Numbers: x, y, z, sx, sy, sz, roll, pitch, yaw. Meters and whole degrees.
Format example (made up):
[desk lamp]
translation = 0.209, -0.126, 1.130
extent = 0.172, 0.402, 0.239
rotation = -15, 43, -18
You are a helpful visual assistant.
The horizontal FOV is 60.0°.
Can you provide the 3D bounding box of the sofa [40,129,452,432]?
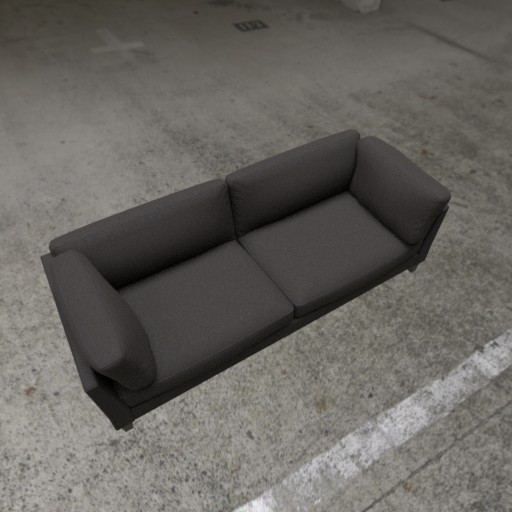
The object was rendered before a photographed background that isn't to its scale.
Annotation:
[sofa]
translation = 0.000, 0.000, 2.739
extent = 2.312, 0.792, 0.969
rotation = -25, 52, -21
